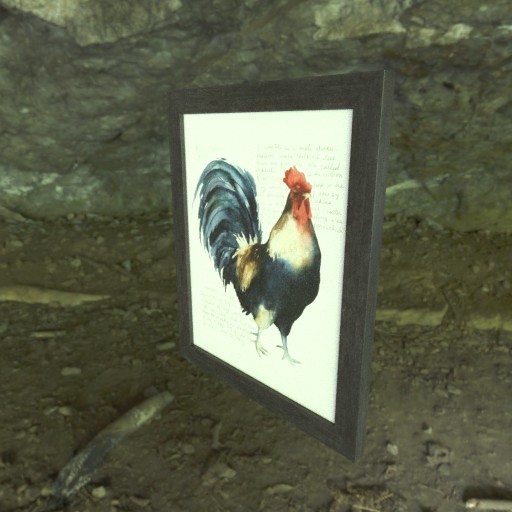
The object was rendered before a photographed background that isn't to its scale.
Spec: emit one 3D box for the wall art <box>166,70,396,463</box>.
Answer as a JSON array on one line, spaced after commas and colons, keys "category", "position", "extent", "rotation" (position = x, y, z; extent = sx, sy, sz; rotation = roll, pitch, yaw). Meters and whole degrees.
[{"category": "wall art", "position": [0.000, 0.000, 0.796], "extent": [0.027, 0.580, 0.479], "rotation": [-15, 22, -42]}]
